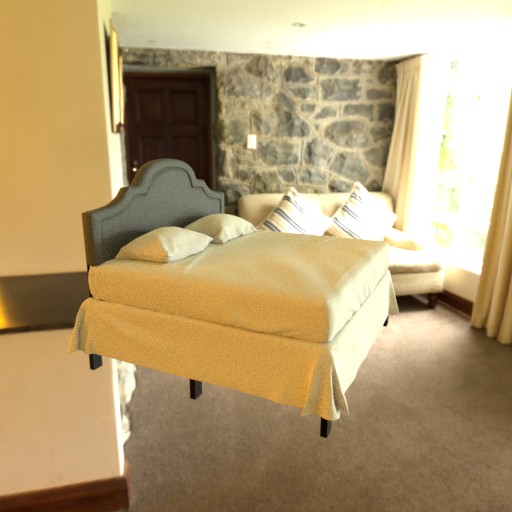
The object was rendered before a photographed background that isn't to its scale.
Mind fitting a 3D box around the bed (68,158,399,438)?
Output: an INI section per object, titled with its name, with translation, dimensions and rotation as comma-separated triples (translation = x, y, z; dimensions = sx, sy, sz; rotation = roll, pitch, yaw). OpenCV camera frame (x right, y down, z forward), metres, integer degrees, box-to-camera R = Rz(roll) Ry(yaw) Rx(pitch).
[bed]
translation = 0.000, 0.000, 3.844
dimensions = 2.222, 1.631, 2.303
rotation = 7, 15, 26
